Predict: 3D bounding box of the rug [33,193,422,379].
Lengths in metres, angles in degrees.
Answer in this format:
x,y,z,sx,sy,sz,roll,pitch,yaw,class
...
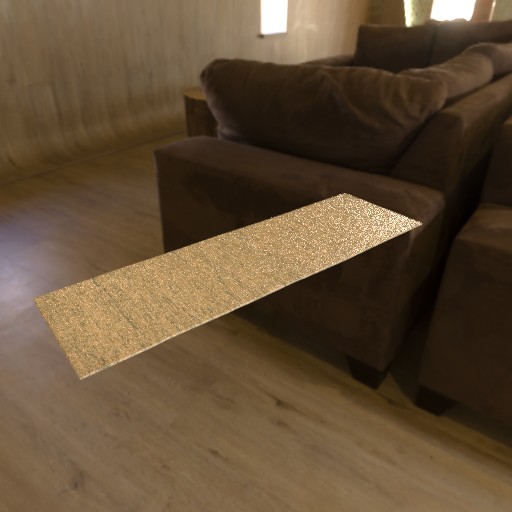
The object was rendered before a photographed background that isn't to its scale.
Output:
x,y,z,sx,sy,sz,roll,pitch,yaw,class
0.000,0.000,2.586,2.290,0.014,0.700,-21,36,-32,rug
